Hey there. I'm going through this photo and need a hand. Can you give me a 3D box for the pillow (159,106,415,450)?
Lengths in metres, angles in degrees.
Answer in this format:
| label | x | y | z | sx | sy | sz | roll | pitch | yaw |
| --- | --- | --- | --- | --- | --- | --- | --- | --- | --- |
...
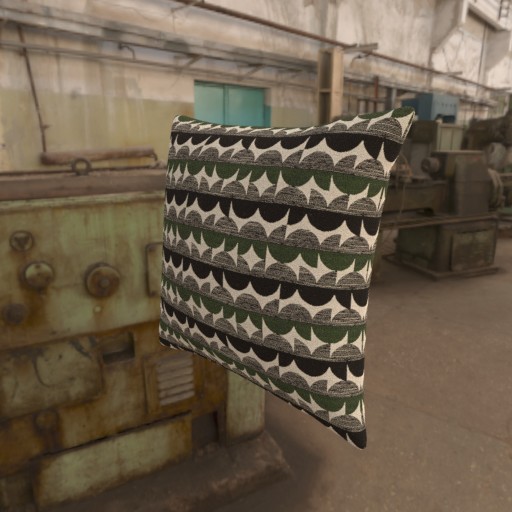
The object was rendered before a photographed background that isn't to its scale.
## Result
| label | x | y | z | sx | sy | sz | roll | pitch | yaw |
| --- | --- | --- | --- | --- | --- | --- | --- | --- | --- |
| pillow | 0.000 | 0.000 | 0.648 | 0.419 | 0.404 | 0.180 | 14 | 21 | 40 |
